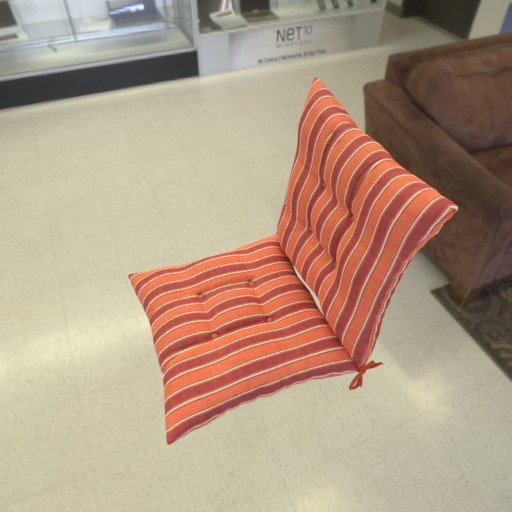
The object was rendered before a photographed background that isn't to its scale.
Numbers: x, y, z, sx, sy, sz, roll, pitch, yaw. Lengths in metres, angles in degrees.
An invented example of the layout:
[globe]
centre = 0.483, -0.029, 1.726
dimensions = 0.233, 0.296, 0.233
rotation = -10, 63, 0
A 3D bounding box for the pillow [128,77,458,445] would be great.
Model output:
[pillow]
centre = 0.000, 0.000, 0.997
dimensions = 0.585, 0.536, 0.541
rotation = -16, 49, -14
